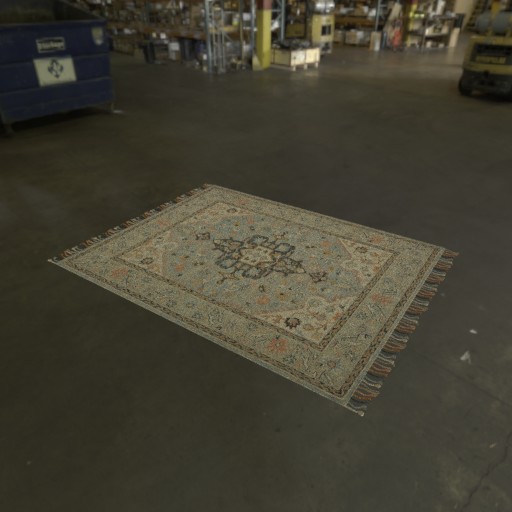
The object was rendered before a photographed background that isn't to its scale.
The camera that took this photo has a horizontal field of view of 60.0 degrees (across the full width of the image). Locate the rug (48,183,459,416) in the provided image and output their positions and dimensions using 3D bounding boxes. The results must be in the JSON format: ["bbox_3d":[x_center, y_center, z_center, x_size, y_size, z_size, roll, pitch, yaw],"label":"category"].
[{"bbox_3d":[0.000,0.000,4.290,3.221,0.011,2.379,19,36,29],"label":"rug"}]
